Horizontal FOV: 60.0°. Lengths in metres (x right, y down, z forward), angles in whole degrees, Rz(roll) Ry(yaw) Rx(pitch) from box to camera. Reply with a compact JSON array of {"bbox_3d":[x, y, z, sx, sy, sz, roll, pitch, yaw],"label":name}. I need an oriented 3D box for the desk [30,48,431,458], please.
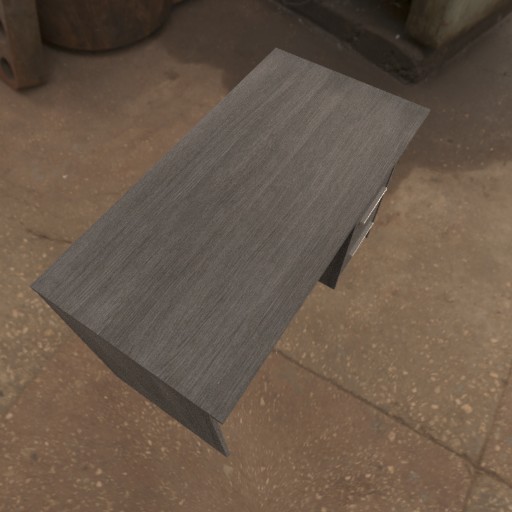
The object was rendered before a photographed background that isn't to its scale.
[{"bbox_3d":[0.000,0.000,1.518,0.560,0.735,1.097,29,63,16],"label":"desk"}]
